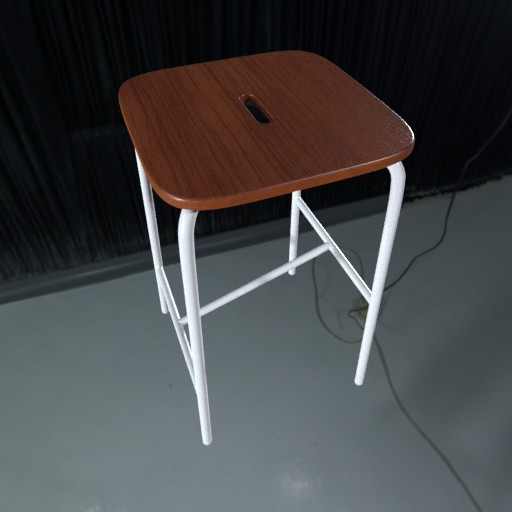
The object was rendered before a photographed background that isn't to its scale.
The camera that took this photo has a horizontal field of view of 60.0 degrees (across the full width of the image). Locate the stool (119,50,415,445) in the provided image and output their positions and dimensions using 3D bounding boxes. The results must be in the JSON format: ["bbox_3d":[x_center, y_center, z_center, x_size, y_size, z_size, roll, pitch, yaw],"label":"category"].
[{"bbox_3d":[0.000,0.000,0.853,0.376,0.610,0.376,-16,48,-15],"label":"stool"}]
